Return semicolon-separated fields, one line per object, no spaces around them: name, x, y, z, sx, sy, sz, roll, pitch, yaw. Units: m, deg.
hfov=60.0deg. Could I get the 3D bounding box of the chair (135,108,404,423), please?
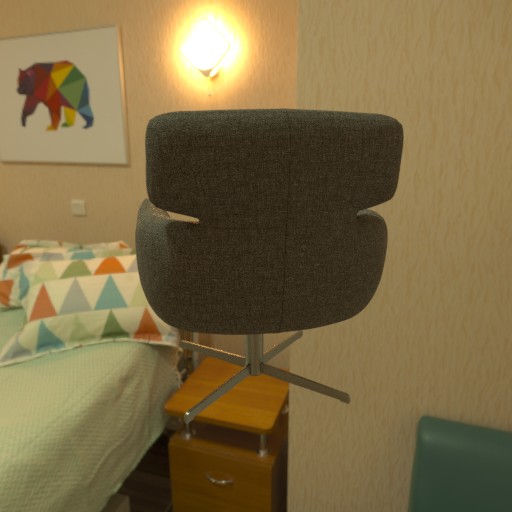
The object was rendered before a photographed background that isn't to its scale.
chair;0.000;0.000;1.348;0.706;0.812;0.715;-3;15;-11
